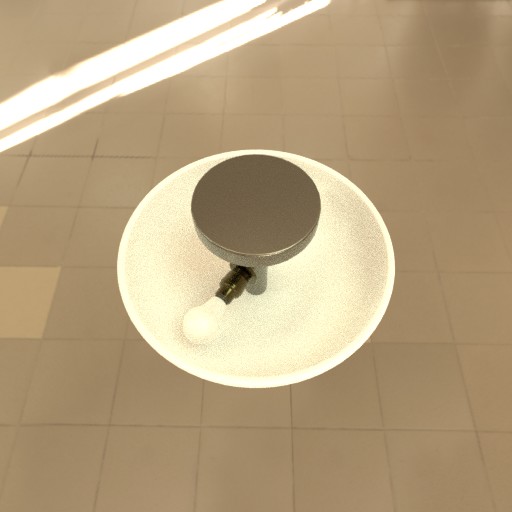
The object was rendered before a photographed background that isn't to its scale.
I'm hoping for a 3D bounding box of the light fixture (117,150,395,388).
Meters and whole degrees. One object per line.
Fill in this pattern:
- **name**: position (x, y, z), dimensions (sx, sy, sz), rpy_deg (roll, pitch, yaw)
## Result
- **light fixture**: position (0.000, 0.000, 0.547), dimensions (0.330, 0.214, 0.330), rpy_deg (0, 58, 0)
